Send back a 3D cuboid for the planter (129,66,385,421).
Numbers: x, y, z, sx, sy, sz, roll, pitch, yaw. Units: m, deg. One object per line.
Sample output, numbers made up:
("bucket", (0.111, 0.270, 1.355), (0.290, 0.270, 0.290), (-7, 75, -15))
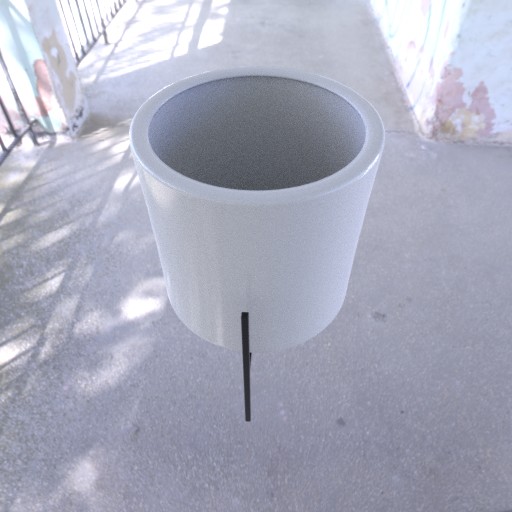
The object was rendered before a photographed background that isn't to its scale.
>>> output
("planter", (0.000, 0.000, 0.737), (0.360, 0.480, 0.361), (3, 47, 3))
